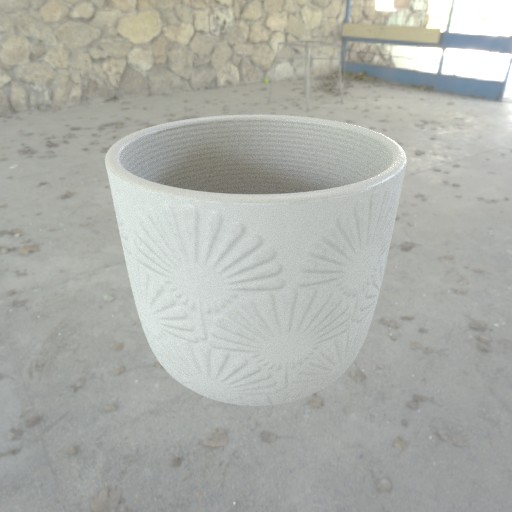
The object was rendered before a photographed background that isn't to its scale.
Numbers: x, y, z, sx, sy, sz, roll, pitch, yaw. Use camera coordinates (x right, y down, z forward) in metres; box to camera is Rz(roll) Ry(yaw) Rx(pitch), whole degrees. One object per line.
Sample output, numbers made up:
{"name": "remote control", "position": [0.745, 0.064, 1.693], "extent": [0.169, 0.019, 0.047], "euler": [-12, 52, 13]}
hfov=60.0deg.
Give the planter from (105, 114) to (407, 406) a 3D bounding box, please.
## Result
{"name": "planter", "position": [0.000, 0.000, 0.215], "extent": [0.124, 0.109, 0.124], "euler": [0, 29, 0]}
